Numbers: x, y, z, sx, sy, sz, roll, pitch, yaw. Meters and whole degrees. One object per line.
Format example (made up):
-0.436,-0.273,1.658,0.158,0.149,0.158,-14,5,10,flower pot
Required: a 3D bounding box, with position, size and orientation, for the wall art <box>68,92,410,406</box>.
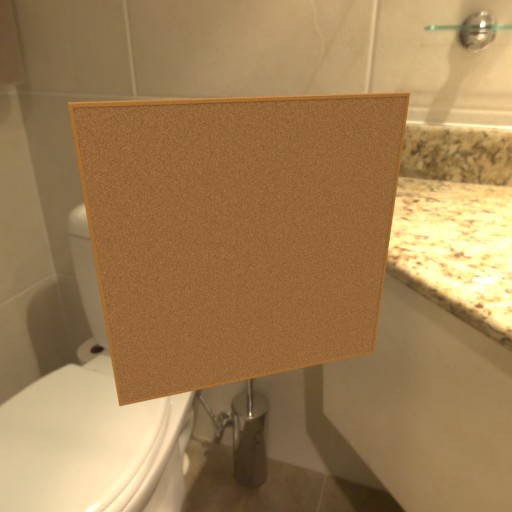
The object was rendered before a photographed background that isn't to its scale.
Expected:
0.000,0.000,0.671,0.457,0.455,0.013,-8,26,-16,wall art
